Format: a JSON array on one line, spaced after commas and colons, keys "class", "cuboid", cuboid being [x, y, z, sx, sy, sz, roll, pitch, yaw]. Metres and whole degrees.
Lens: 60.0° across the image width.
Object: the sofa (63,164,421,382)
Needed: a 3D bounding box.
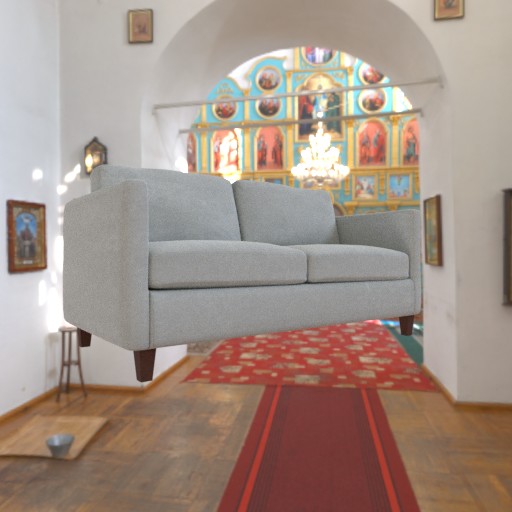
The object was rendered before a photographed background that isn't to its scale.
[{"class": "sofa", "cuboid": [0.000, 0.000, 2.527, 1.884, 0.963, 0.950, 0, 0, -36]}]
